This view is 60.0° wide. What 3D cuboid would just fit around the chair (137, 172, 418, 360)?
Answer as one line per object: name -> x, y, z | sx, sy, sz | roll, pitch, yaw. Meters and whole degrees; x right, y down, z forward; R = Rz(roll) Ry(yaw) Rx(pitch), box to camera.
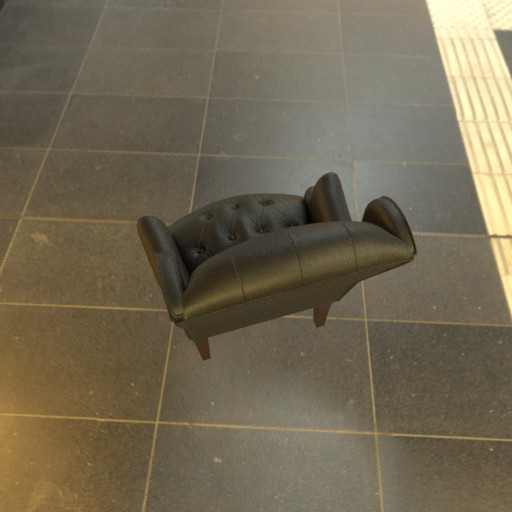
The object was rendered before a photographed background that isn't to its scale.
chair -> 0.000, 0.000, 1.734 | 0.831, 1.133, 0.822 | -14, 60, -9
